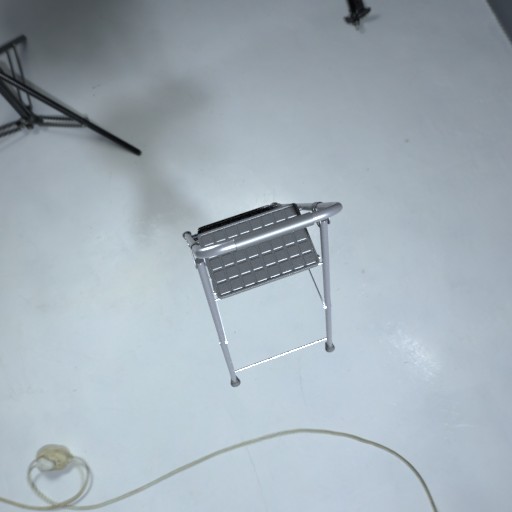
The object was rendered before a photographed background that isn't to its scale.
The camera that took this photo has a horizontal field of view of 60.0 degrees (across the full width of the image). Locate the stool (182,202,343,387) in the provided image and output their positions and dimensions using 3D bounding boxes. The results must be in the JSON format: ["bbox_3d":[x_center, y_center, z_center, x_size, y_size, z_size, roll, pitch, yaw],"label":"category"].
[{"bbox_3d":[0.000,0.000,1.445,0.473,1.121,0.733,-19,75,-5],"label":"stool"}]
